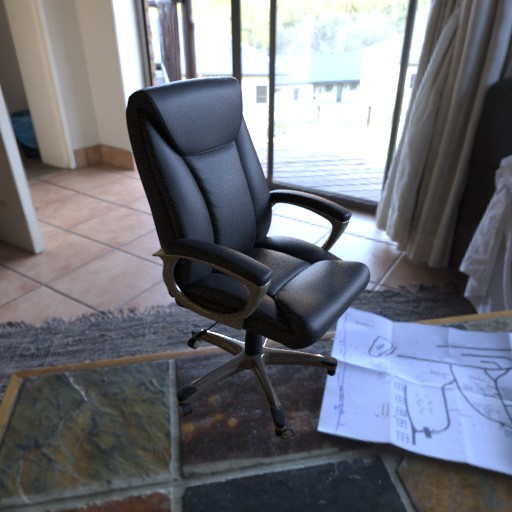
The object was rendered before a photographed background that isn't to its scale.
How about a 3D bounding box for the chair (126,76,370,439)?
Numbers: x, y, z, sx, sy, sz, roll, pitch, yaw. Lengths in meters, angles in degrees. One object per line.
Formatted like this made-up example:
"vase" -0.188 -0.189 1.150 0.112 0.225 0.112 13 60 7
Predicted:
"chair" 0.000 0.000 1.642 0.748 1.188 0.694 18 33 30
